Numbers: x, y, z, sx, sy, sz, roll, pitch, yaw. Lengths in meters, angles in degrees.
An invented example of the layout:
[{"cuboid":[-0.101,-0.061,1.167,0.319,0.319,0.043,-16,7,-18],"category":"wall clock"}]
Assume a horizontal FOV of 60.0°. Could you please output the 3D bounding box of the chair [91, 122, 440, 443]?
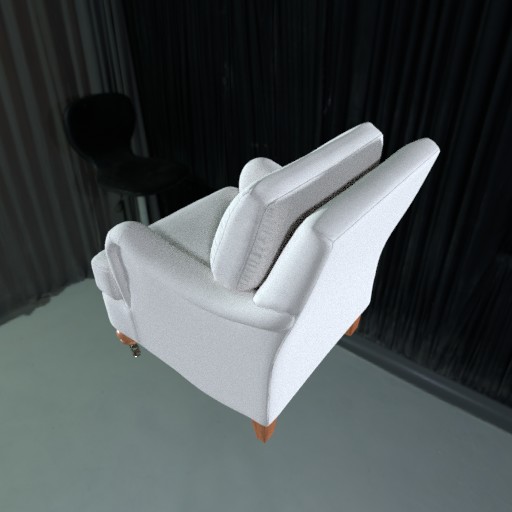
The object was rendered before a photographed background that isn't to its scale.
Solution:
[{"cuboid":[0.000,0.000,1.850,1.070,1.038,0.955,21,38,30],"category":"chair"}]
